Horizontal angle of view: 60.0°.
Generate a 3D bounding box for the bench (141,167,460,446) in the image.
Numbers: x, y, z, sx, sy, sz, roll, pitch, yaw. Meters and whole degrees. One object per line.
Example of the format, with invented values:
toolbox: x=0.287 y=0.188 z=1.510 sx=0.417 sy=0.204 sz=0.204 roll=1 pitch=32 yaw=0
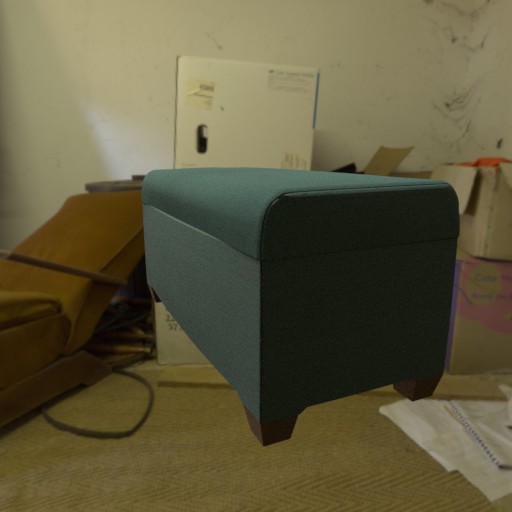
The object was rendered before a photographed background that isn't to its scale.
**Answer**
bench: x=0.000 y=0.000 z=1.245 sx=0.476 sy=0.474 sz=0.995 roll=-6 pitch=14 yaw=-24
